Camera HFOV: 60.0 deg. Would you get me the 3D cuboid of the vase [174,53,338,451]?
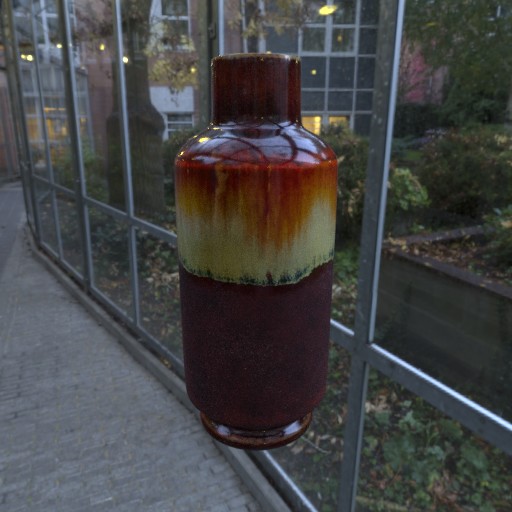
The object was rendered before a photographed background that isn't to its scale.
[{"bbox_3d":[0.000,0.000,0.319,0.111,0.261,0.111,0,16,0],"label":"vase"}]
